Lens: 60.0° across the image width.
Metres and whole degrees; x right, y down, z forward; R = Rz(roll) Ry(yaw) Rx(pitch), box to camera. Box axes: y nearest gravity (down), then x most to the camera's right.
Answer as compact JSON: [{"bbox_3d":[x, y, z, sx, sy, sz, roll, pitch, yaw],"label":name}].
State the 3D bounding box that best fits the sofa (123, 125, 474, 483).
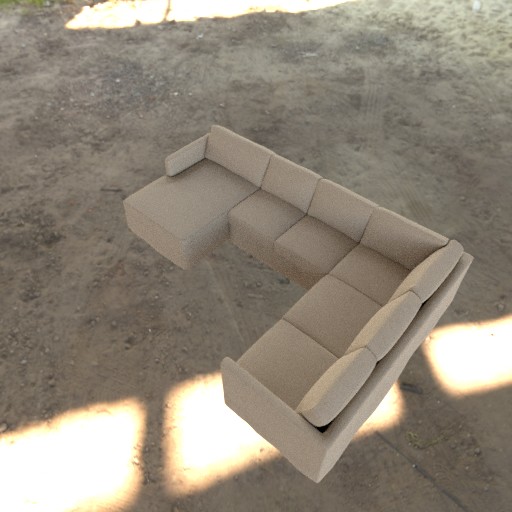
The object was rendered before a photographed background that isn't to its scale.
[{"bbox_3d":[0.000,0.000,4.579,3.528,0.878,2.476,33,55,27],"label":"sofa"}]
